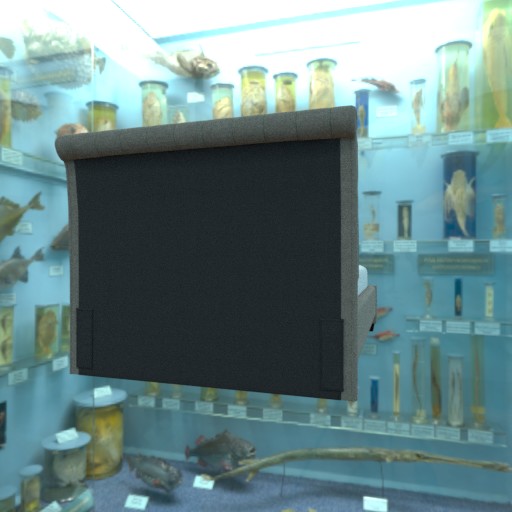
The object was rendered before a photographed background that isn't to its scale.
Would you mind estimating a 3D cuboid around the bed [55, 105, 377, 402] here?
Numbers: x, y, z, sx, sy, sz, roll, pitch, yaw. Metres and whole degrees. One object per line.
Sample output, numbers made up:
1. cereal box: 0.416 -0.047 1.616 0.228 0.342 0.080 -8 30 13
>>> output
1. bed: 0.000 0.000 3.283 1.645 1.371 2.252 0 0 18
